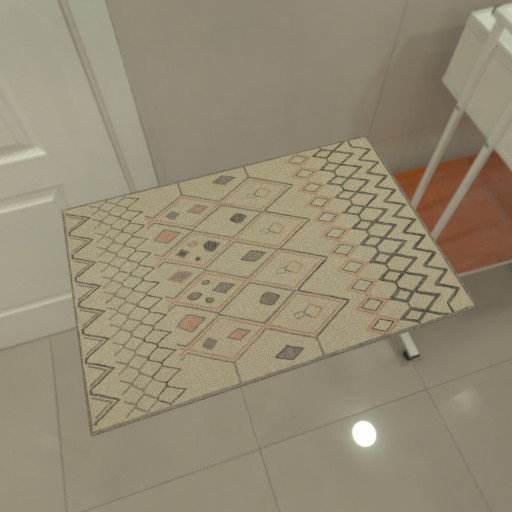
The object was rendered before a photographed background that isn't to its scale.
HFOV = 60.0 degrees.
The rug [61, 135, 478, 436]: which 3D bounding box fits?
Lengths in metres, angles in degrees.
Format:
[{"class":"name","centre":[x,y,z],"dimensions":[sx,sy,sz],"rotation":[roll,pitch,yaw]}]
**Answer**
[{"class":"rug","centre":[0.000,0.000,2.261],"dimensions":[1.829,0.016,1.219],"rotation":[-16,60,-9]}]
